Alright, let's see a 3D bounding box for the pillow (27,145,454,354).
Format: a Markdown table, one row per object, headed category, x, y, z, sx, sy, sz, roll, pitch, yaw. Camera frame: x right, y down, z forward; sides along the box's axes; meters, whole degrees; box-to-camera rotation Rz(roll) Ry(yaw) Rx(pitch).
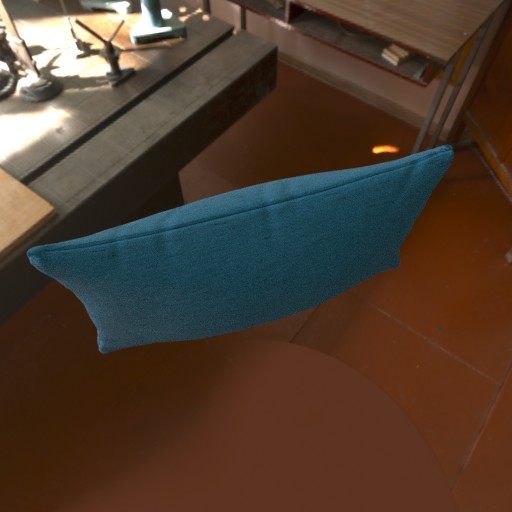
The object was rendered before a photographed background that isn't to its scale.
| category | x | y | z | sx | sy | sz | roll | pitch | yaw |
| --- | --- | --- | --- | --- | --- | --- | --- | --- | --- |
| pillow | 0.000 | 0.000 | 0.765 | 0.633 | 0.338 | 0.210 | -15 | 59 | -10 |
